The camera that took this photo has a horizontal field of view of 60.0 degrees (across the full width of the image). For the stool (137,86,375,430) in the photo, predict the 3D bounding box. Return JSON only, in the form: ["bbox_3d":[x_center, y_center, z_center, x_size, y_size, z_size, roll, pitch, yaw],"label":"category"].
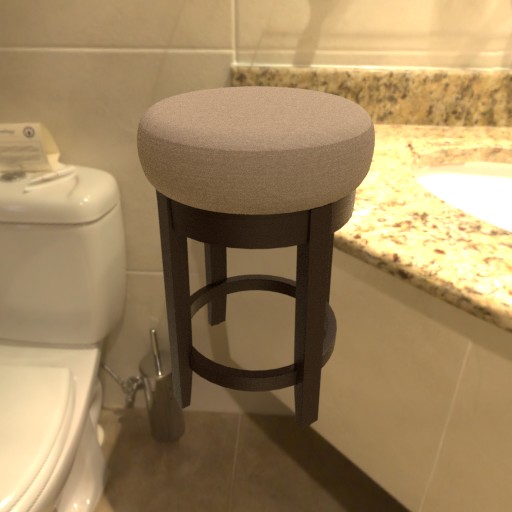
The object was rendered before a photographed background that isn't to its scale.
[{"bbox_3d":[0.000,0.000,0.983,0.443,0.672,0.443,0,31,0],"label":"stool"}]
